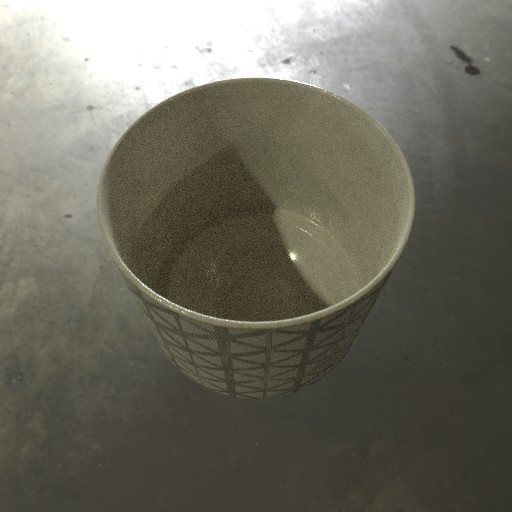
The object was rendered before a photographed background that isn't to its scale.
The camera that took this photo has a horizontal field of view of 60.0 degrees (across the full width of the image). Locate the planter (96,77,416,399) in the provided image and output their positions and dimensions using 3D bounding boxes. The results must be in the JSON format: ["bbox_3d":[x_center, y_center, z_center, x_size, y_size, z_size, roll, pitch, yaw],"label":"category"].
[{"bbox_3d":[0.000,0.000,0.345,0.190,0.181,0.190,0,59,0],"label":"planter"}]
